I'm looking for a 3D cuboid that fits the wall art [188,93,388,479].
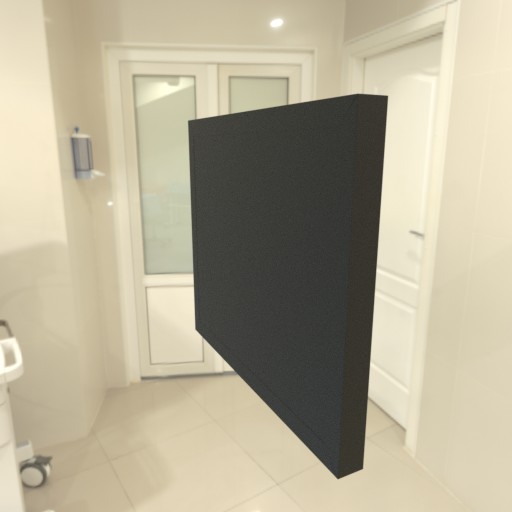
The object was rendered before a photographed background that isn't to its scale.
[{"bbox_3d":[0.000,0.000,0.532,0.029,0.330,0.381,-7,15,-26],"label":"wall art"}]
